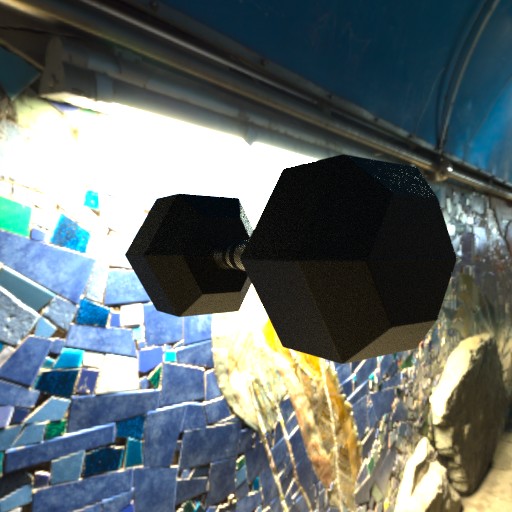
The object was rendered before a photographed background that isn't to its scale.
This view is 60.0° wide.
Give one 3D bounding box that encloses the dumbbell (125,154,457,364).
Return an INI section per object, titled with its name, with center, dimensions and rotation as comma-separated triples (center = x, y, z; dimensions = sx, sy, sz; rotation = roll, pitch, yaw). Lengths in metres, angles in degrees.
[dumbbell]
center = 0.000, 0.000, 0.435
dimensions = 0.157, 0.137, 0.361
rotation = -1, 1, -35
